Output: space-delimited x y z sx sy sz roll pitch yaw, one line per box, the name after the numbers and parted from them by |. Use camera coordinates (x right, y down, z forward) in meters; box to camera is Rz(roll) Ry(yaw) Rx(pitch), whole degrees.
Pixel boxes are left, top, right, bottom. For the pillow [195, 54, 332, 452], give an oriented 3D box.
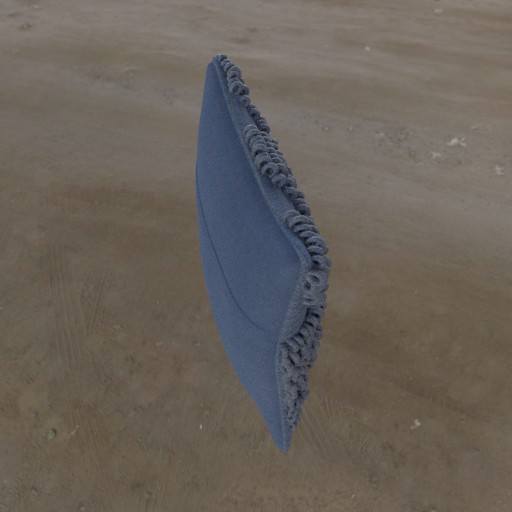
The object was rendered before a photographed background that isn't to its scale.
0.000 0.000 0.713 0.172 0.466 0.469 -11 49 -10 | pillow
